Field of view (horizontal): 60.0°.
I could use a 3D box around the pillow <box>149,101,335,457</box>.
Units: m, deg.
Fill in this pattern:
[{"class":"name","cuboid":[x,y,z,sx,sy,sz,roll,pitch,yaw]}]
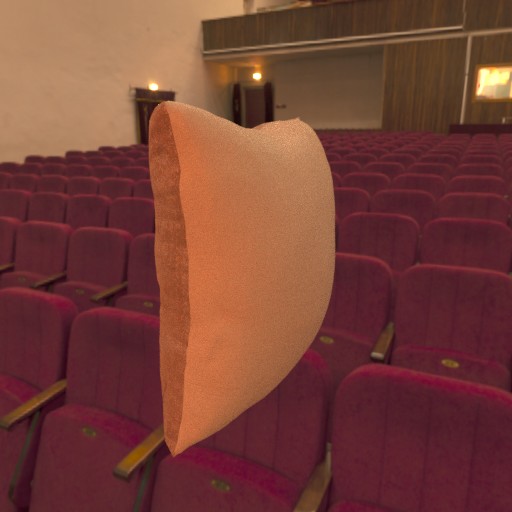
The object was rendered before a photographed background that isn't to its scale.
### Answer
[{"class":"pillow","cuboid":[0.000,0.000,0.715,0.245,0.448,0.450,8,17,26]}]
